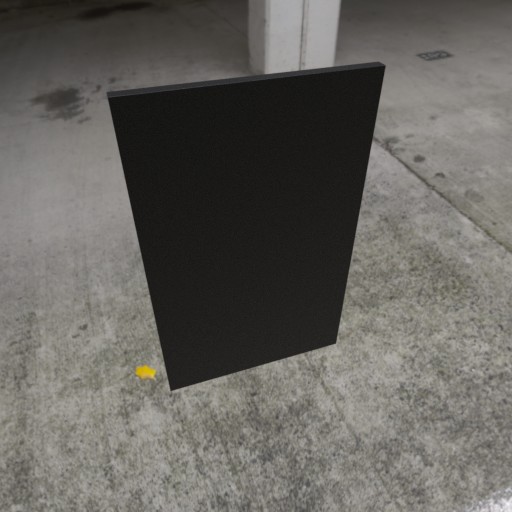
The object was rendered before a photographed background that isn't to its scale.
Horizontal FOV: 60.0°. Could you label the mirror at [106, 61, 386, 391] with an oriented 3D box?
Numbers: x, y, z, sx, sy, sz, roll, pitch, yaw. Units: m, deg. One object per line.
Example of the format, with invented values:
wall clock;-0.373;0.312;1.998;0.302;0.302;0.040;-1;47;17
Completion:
mirror;0.000;0.000;1.556;0.762;1.219;0.038;-12;41;-15
